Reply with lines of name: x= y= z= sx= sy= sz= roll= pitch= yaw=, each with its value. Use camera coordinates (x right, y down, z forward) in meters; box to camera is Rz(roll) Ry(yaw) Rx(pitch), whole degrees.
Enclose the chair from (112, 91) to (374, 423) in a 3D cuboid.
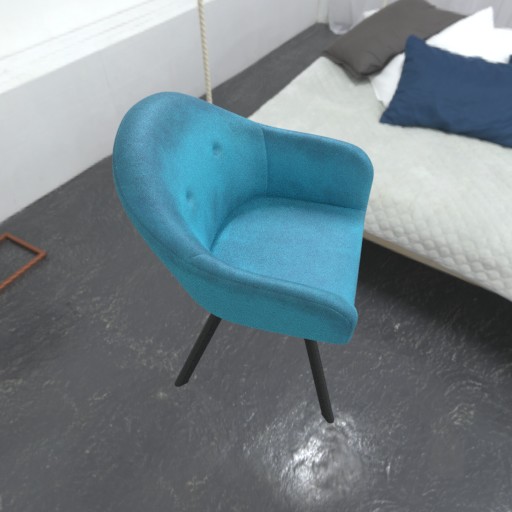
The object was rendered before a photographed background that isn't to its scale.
chair: x=0.000 y=0.000 z=1.168 sx=0.570 sy=0.780 sz=0.540 roll=10 pitch=49 yaw=9
